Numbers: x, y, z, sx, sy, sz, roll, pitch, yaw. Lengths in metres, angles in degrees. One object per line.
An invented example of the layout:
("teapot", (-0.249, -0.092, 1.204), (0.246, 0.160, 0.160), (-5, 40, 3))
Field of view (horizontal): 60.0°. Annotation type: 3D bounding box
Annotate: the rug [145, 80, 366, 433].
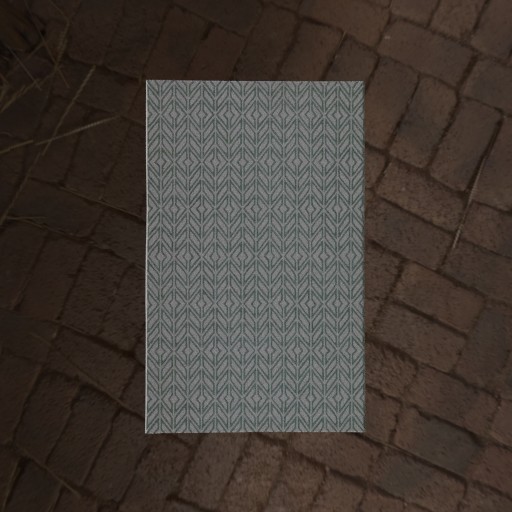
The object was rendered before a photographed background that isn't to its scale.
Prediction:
("rug", (0.000, 0.000, 3.067), (1.517, 0.011, 2.435), (0, 89, -1))
